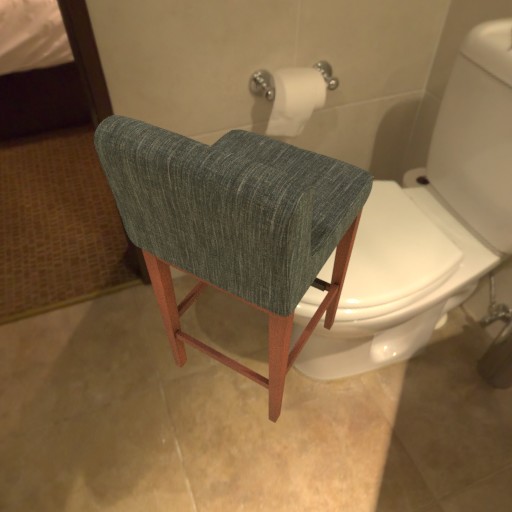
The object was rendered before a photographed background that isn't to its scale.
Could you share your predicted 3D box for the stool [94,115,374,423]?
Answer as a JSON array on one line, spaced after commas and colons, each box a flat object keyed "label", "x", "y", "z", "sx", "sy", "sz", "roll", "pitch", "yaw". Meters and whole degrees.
[{"label": "stool", "x": 0.000, "y": 0.000, "z": 1.107, "sx": 0.395, "sy": 0.835, "sz": 0.459, "roll": 24, "pitch": 51, "yaw": 21}]
